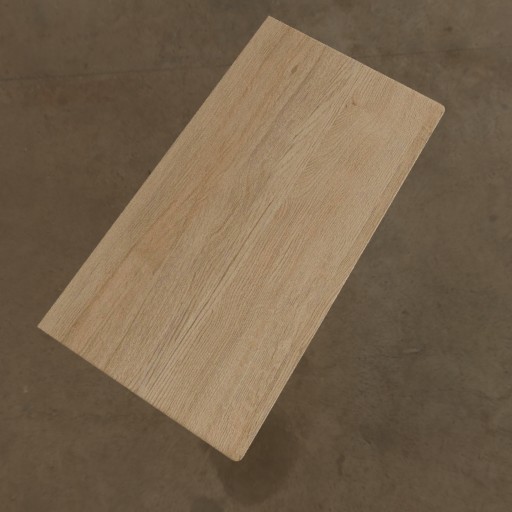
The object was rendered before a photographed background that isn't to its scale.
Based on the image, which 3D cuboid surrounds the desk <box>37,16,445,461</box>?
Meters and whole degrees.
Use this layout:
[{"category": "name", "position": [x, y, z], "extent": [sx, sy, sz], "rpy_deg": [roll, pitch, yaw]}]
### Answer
[{"category": "desk", "position": [0.000, 0.000, 1.320], "extent": [0.480, 0.770, 0.885], "rpy_deg": [31, 77, 8]}]
